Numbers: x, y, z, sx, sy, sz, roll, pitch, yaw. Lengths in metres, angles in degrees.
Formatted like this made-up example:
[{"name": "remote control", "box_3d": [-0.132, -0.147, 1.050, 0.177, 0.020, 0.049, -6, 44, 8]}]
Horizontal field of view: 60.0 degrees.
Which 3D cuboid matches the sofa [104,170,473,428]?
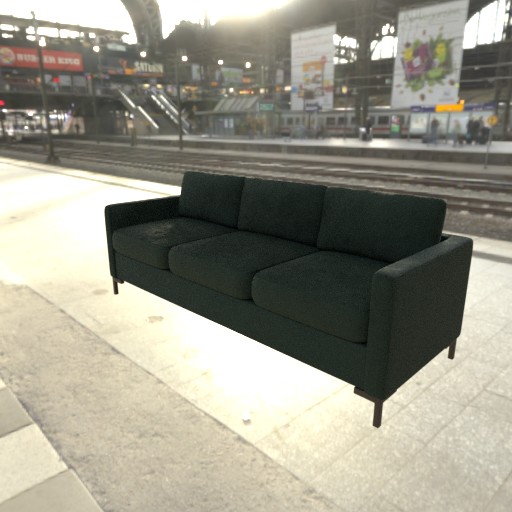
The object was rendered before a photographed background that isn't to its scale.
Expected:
[{"name": "sofa", "box_3d": [0.000, 0.000, 2.711, 2.218, 0.870, 0.859, 15, 22, 42]}]
